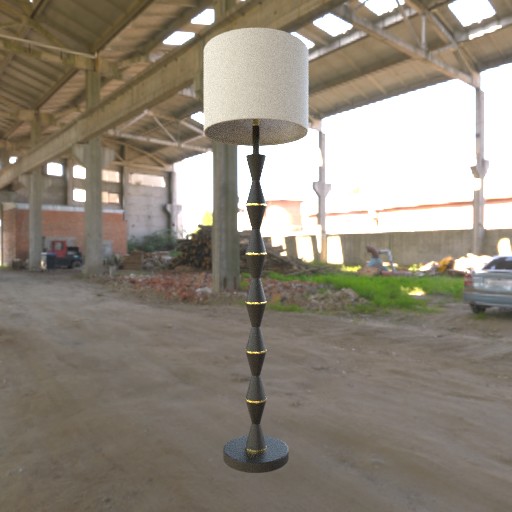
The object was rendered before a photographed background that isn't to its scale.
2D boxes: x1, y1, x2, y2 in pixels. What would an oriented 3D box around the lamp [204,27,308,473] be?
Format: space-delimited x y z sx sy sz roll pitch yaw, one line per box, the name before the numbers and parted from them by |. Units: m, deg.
lamp | 0.000 0.000 1.627 0.381 1.480 0.381 0 0 17
